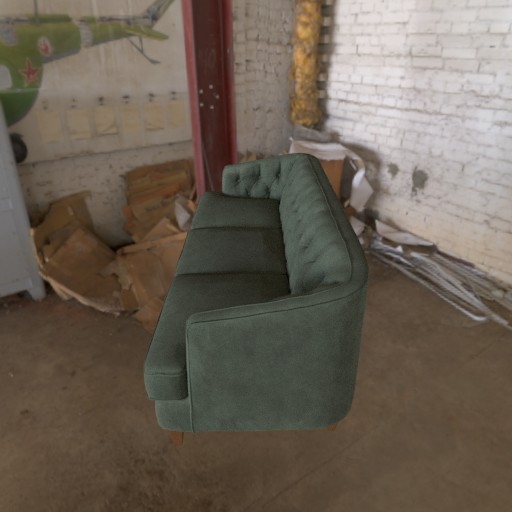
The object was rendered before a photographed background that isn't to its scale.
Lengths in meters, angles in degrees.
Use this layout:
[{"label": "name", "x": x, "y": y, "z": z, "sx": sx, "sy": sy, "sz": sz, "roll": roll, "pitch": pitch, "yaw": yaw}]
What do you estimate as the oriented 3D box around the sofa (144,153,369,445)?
[{"label": "sofa", "x": 0.000, "y": 0.000, "z": 2.777, "sx": 0.941, "sy": 0.855, "sz": 2.278, "roll": 0, "pitch": 27, "yaw": 0}]
